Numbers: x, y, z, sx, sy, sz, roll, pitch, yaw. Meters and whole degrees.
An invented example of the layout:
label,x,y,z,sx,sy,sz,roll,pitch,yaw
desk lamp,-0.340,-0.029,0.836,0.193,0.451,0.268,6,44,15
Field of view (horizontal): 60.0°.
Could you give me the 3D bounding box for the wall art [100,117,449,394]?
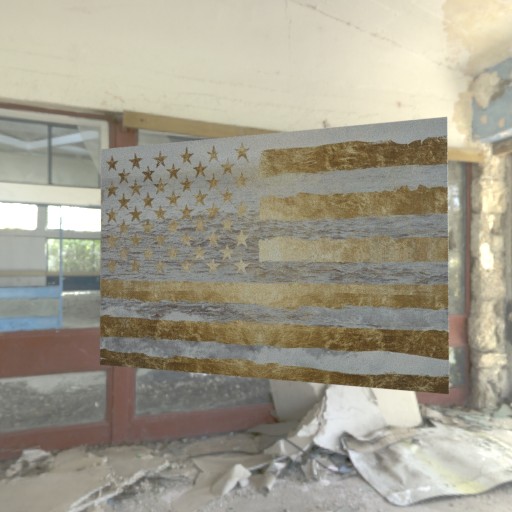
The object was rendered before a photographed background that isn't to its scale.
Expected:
label,x,y,z,sx,sy,sz,roll,pitch,yaw
wall art,0.000,0.000,0.762,0.606,0.407,0.041,0,-1,18
